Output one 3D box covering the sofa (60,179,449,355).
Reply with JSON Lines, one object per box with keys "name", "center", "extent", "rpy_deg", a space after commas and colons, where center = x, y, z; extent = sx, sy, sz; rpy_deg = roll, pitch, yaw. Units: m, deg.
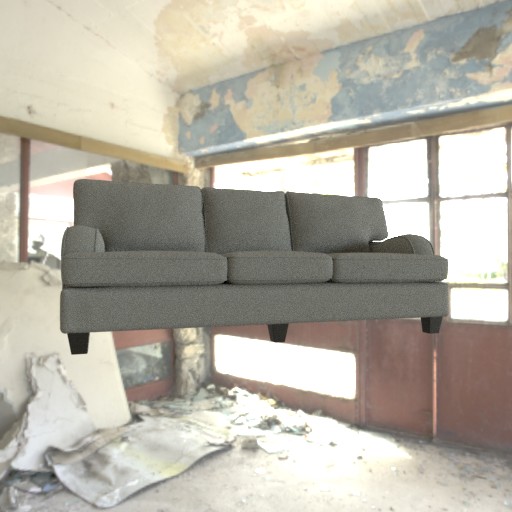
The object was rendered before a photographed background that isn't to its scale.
{"name": "sofa", "center": [0.000, 0.000, 2.939], "extent": [2.323, 0.997, 1.016], "rpy_deg": [0, -1, -18]}
